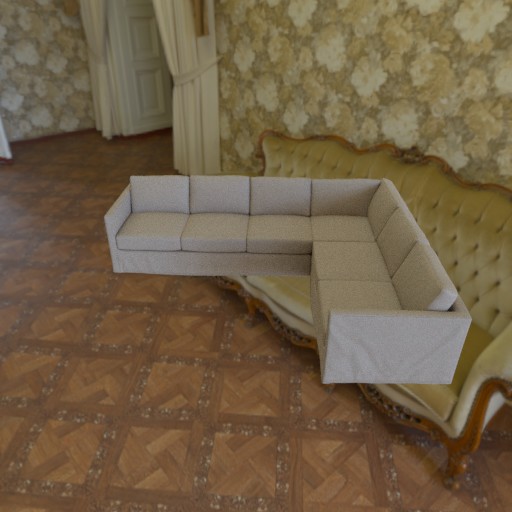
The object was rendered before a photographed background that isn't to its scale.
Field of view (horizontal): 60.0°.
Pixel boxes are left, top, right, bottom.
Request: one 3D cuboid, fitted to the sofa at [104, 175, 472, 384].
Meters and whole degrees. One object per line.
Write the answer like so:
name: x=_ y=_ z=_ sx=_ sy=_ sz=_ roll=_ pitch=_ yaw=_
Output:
sofa: x=0.000 y=0.000 z=4.347 sx=3.182 sy=0.871 sz=2.432 roll=1 pitch=31 yaw=2
